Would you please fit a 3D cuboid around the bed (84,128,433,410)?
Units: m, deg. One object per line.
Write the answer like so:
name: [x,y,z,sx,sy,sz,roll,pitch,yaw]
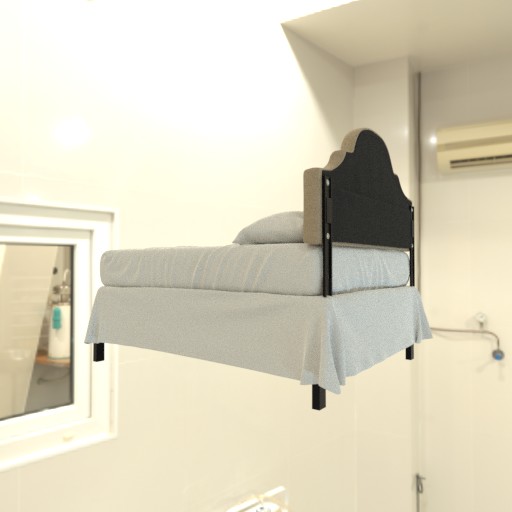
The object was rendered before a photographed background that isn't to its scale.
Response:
bed: [0.000,0.000,3.483,2.222,1.634,1.780,-1,-2,36]
